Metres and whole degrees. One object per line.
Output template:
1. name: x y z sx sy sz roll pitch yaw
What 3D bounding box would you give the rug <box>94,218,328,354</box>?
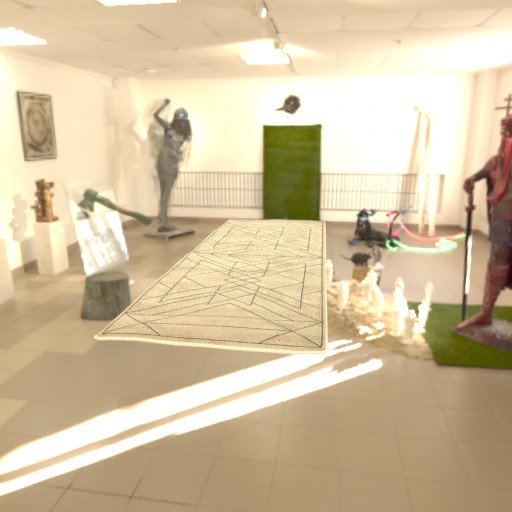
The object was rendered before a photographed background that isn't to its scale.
1. rug: 0.000 0.000 2.658 0.831 0.036 2.381 2 15 8
